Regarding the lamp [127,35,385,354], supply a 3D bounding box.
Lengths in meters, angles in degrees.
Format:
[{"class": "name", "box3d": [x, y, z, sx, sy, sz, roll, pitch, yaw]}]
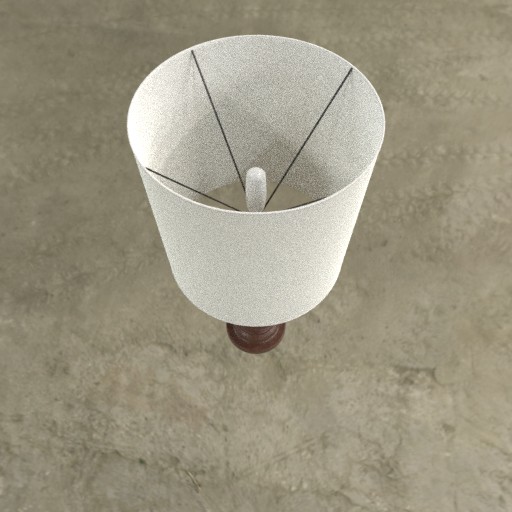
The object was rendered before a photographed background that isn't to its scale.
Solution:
[{"class": "lamp", "box3d": [0.000, 0.000, 0.556, 0.208, 0.455, 0.208, 31, 64, 17]}]
